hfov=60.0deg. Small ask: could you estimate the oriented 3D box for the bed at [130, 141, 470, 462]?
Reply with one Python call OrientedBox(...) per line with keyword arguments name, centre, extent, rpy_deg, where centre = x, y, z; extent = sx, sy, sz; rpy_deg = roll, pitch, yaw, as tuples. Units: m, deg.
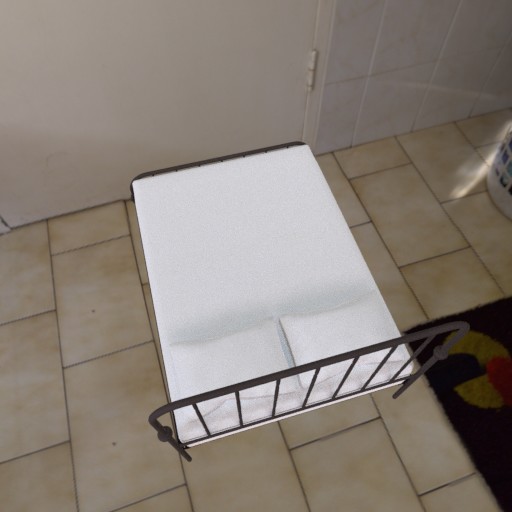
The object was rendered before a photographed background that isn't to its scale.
OrientedBox(name="bed", centre=(0.000, 0.000, 3.065), extent=(1.616, 1.446, 2.134), rpy_deg=(-14, 59, -8))
